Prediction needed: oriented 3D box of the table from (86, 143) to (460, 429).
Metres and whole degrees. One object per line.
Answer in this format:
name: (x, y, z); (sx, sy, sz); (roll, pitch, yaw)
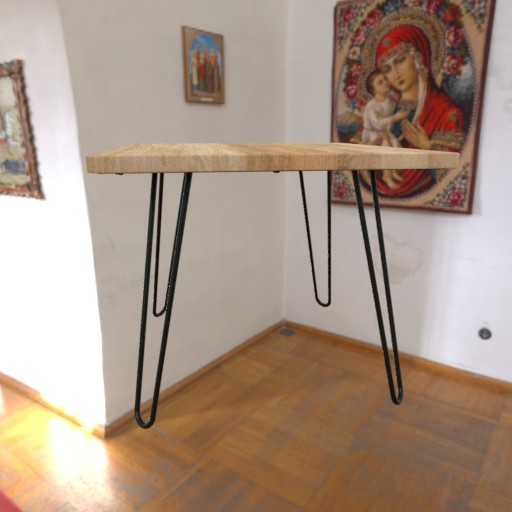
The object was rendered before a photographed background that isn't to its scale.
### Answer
table: (0.000, 0.000, 1.048); (0.599, 0.500, 0.599); (-2, 16, -8)
